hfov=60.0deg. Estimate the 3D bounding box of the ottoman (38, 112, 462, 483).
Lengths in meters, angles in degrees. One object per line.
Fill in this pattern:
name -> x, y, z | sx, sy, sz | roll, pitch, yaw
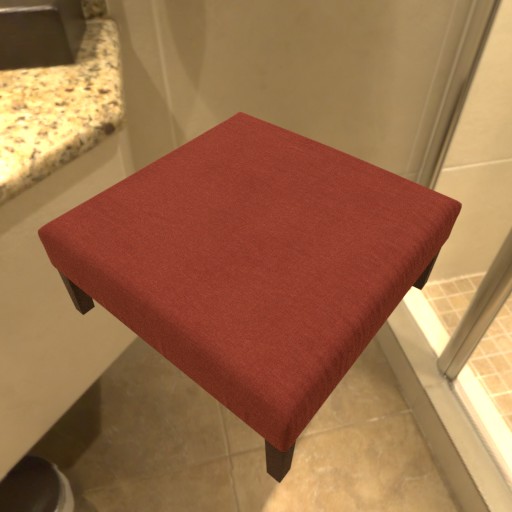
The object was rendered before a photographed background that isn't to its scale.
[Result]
ottoman -> 0.000, 0.000, 1.406 | 0.890, 0.411, 0.889 | 30, 53, 26
